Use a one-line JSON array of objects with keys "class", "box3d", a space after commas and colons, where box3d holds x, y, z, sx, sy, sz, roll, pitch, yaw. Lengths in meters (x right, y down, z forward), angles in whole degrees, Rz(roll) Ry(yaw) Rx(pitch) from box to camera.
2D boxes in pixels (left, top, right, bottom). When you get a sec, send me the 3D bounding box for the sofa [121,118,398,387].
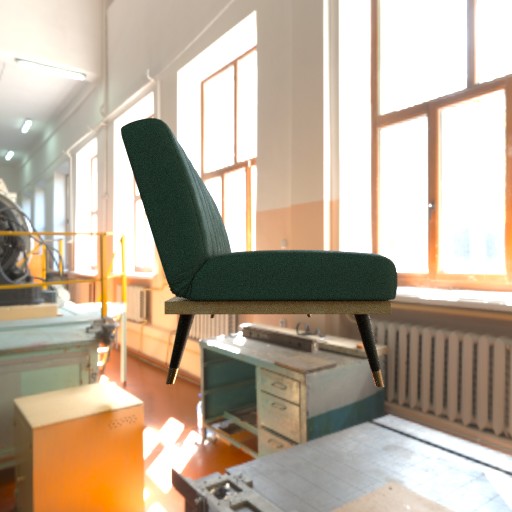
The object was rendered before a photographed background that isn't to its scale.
[{"class": "sofa", "box3d": [0.000, 0.000, 2.195, 0.830, 0.820, 1.810, 0, 0, -1]}]
